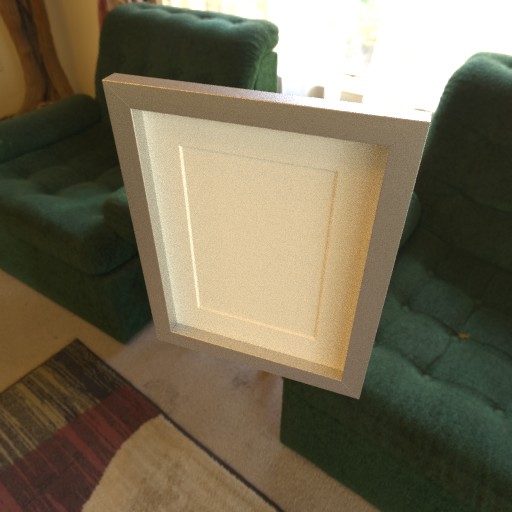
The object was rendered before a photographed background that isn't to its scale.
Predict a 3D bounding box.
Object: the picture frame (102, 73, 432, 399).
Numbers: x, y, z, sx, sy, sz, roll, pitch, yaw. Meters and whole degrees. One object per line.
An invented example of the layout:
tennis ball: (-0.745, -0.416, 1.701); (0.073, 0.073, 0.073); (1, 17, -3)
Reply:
picture frame: (0.000, 0.000, 0.527); (0.307, 0.386, 0.036); (13, 41, 15)
